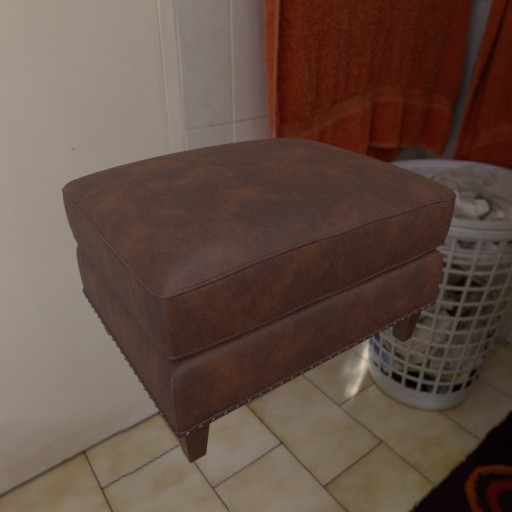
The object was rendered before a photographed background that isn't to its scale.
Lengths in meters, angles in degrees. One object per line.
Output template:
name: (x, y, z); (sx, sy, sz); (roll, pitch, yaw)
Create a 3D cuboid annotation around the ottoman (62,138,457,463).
ottoman: (0.000, 0.000, 1.102); (0.742, 0.486, 0.586); (-19, 34, -30)
